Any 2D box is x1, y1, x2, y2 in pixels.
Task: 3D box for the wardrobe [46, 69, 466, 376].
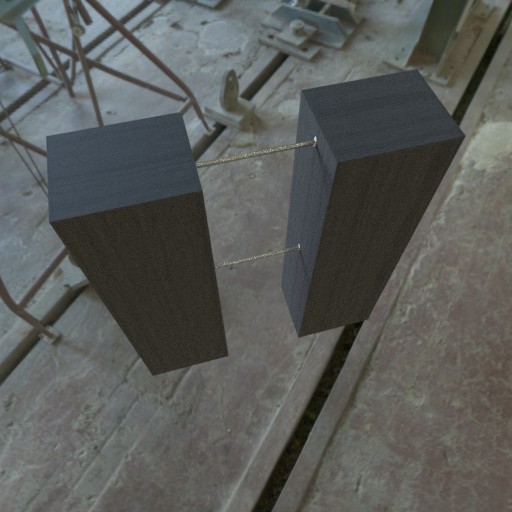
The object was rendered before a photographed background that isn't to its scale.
[{"bbox_3d":[0.000,0.000,2.788,1.770,2.000,0.480,-13,59,-8],"label":"wardrobe"}]
